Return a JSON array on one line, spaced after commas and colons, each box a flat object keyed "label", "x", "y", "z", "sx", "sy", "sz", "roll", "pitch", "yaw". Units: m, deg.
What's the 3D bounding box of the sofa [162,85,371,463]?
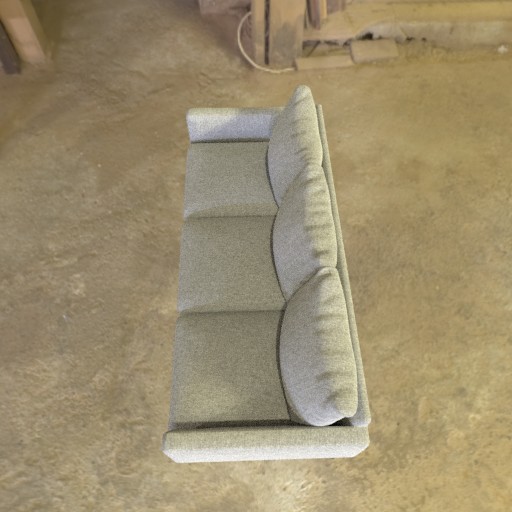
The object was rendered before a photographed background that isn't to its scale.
[{"label": "sofa", "x": 0.000, "y": 0.000, "z": 2.406, "sx": 0.850, "sy": 0.830, "sz": 2.000, "roll": -2, "pitch": 59, "yaw": -1}]
